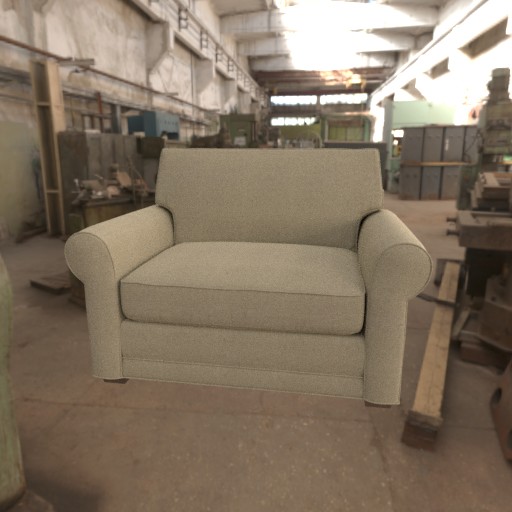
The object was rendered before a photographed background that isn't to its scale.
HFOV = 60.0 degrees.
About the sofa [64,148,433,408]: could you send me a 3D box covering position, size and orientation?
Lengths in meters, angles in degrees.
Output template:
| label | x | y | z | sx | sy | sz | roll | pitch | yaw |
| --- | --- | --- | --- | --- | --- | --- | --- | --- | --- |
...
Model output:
| label | x | y | z | sx | sy | sz | roll | pitch | yaw |
| --- | --- | --- | --- | --- | --- | --- | --- | --- | --- |
| sofa | 0.000 | 0.000 | 2.099 | 1.405 | 0.991 | 0.936 | 2 | 14 | 9 |
